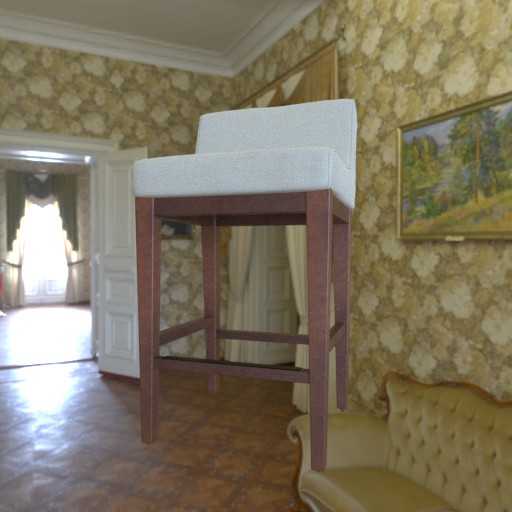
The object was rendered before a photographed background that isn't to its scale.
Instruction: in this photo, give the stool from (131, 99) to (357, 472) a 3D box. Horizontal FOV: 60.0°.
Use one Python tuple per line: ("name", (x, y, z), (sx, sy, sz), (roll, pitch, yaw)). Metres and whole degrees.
("stool", (0.000, 0.000, 1.240), (0.511, 0.937, 0.500), (0, 1, 18))
